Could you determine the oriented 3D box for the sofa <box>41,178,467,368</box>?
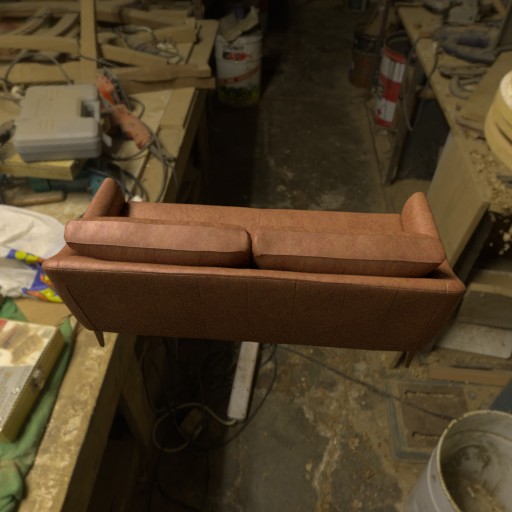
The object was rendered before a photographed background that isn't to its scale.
[{"bbox_3d":[0.000,0.000,2.542,2.036,0.945,0.981,3,46,3],"label":"sofa"}]
